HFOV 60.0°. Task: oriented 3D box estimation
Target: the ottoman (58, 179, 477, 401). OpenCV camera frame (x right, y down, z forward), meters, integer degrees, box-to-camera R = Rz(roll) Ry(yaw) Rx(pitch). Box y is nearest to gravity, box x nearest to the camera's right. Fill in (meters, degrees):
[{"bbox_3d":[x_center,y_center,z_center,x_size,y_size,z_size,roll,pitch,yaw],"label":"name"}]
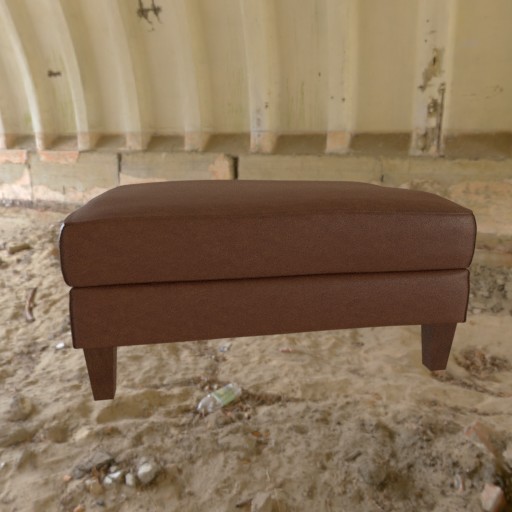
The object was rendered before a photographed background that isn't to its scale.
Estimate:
[{"bbox_3d":[0.000,0.000,1.419,0.987,0.472,0.836,-2,14,-9],"label":"ottoman"}]
